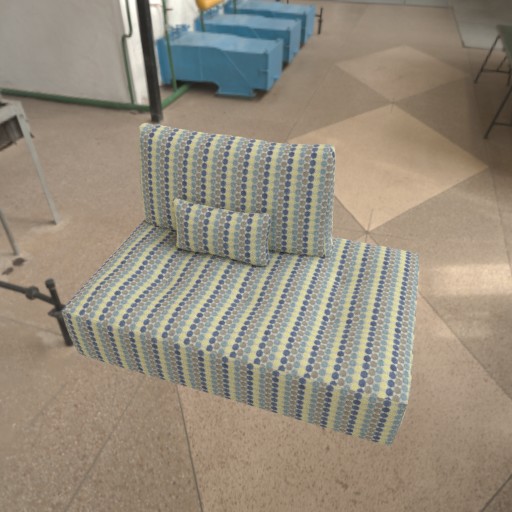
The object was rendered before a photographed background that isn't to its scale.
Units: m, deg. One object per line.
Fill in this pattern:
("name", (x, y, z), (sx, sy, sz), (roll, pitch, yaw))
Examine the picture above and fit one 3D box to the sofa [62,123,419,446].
("sofa", (0.000, 0.000, 1.989), (1.450, 0.820, 1.000), (12, 41, 14))
